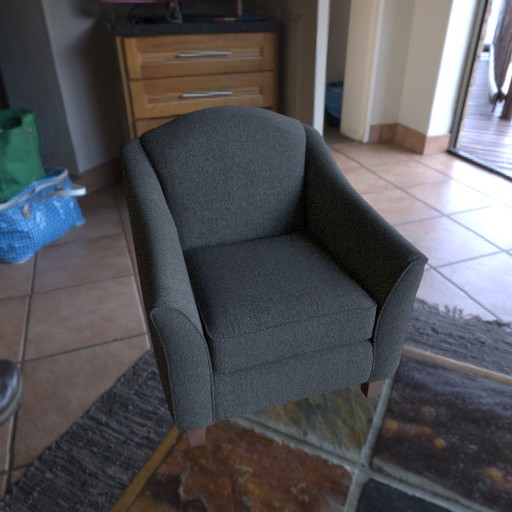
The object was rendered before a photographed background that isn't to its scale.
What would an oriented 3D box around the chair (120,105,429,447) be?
[{"bbox_3d":[0.000,0.000,1.482,0.763,0.839,0.787,-9,32,-16],"label":"chair"}]
